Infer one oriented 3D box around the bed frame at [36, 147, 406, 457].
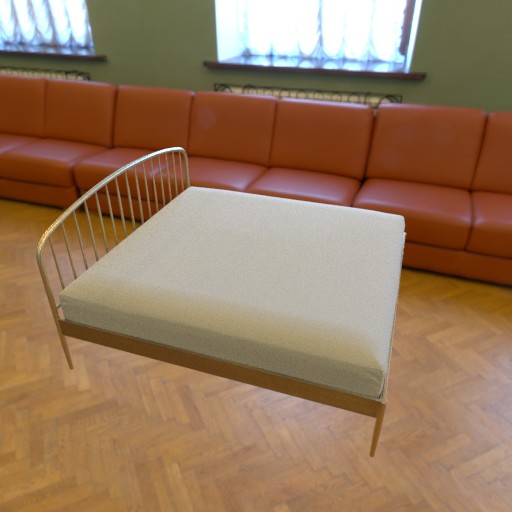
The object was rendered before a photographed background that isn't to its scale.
[{"bbox_3d":[0.000,0.000,3.385,2.152,1.174,2.016,10,33,16],"label":"bed frame"}]
